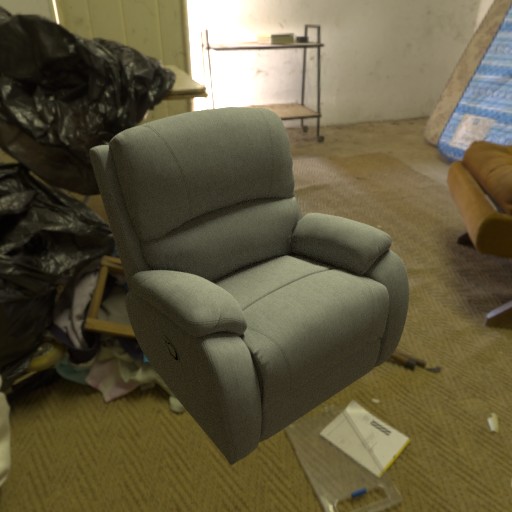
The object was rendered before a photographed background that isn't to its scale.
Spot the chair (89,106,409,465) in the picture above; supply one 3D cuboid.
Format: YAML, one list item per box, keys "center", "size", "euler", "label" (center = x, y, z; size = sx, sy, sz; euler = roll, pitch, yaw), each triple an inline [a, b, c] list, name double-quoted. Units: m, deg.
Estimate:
- center: [0.000, 0.000, 1.735]
  size: [0.930, 1.011, 0.899]
  euler: [-21, 36, -33]
  label: "chair"
